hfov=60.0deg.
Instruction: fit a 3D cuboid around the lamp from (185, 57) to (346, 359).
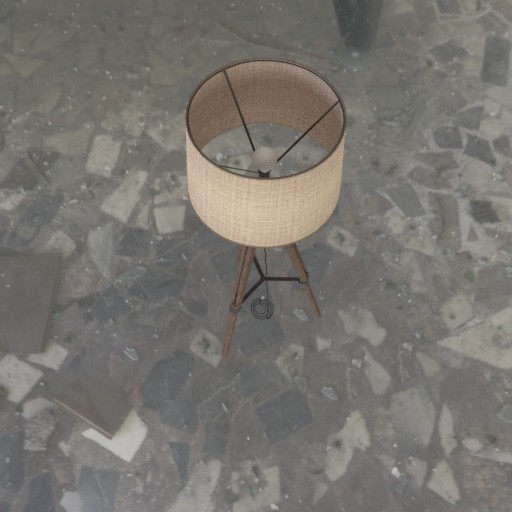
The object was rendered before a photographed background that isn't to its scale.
[{"bbox_3d":[0.000,0.000,1.819,0.604,1.510,0.587,33,68,15],"label":"lamp"}]
